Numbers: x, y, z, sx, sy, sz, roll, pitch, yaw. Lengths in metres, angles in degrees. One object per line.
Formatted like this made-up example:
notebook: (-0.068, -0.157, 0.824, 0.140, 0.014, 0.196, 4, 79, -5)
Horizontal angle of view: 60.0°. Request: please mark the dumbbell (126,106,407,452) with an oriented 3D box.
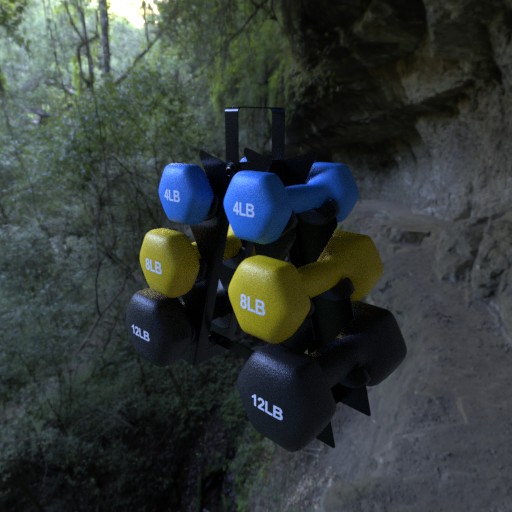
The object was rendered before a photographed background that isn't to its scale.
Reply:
dumbbell: (0.000, 0.000, 0.669, 0.409, 0.426, 0.255, 16, 23, 42)
